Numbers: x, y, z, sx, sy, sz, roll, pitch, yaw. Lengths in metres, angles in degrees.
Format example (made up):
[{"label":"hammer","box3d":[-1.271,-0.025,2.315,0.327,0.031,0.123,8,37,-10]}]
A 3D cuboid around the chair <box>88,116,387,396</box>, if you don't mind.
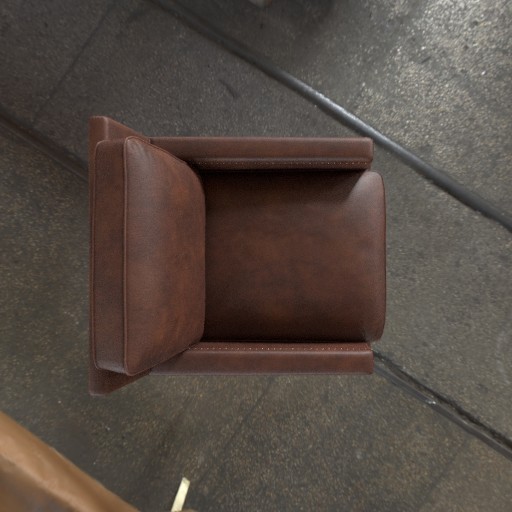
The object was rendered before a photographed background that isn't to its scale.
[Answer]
[{"label":"chair","box3d":[0.000,0.000,1.668,1.014,0.929,0.853,0,90,0]}]
